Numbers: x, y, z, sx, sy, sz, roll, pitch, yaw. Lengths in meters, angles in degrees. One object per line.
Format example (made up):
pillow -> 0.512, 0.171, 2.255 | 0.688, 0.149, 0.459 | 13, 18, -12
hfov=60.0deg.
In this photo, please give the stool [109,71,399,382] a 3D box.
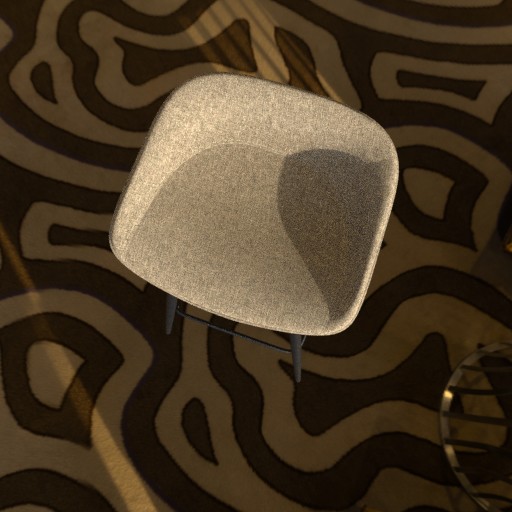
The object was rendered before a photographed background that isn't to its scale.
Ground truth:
stool -> 0.000, 0.000, 1.119 | 0.469, 0.814, 0.480 | 19, 75, 5
